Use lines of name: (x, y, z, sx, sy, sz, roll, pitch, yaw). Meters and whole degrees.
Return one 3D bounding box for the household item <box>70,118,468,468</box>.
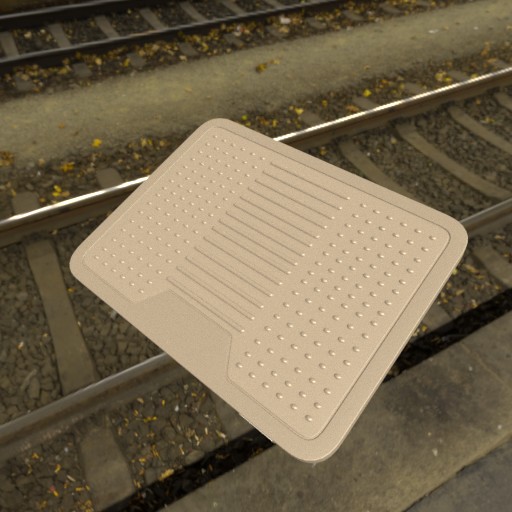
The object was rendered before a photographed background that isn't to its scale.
household item: (0.000, 0.000, 0.530, 0.390, 0.126, 0.301, 31, 53, 27)
